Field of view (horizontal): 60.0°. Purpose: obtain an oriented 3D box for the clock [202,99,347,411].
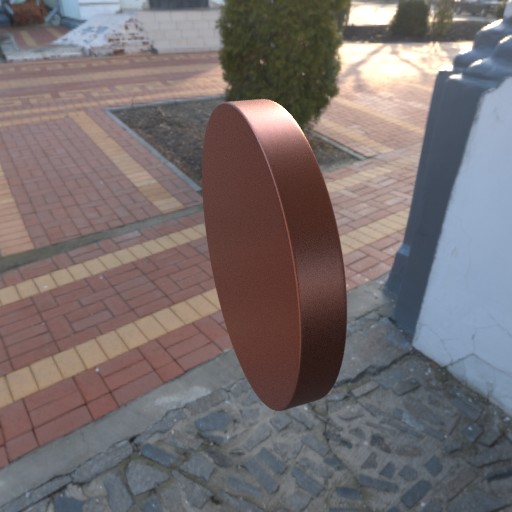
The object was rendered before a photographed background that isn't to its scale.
[{"bbox_3d":[0.000,0.000,0.472,0.040,0.313,0.313,-10,33,-17],"label":"clock"}]
